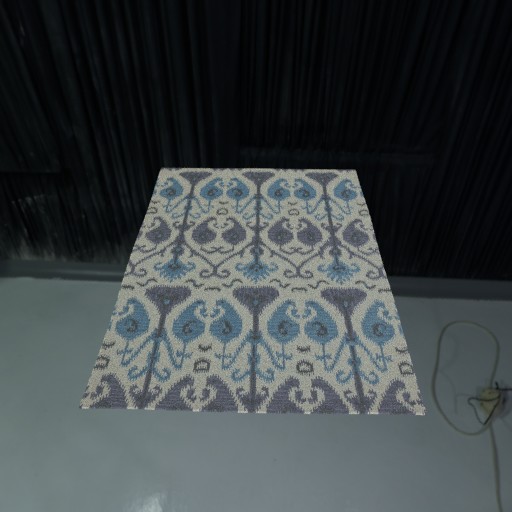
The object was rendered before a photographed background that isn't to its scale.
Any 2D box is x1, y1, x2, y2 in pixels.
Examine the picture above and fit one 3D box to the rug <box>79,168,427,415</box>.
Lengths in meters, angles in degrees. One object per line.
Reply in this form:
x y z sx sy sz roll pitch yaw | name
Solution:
0.000 0.000 2.967 1.676 0.013 2.261 1 42 1 | rug
